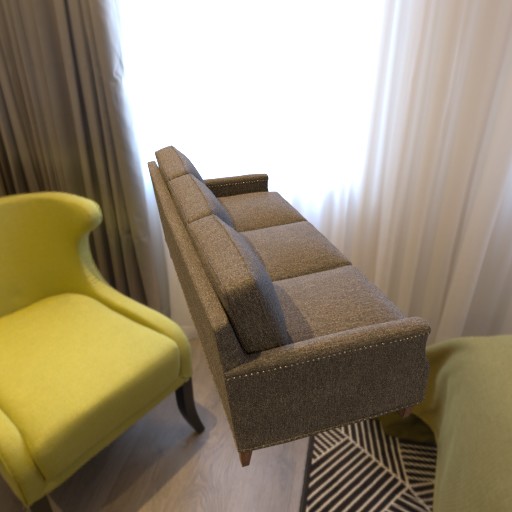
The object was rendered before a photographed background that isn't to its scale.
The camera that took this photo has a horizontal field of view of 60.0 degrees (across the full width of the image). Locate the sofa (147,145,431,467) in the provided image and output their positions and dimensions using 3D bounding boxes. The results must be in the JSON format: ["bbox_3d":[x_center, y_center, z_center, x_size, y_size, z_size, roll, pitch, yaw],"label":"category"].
[{"bbox_3d":[0.000,0.000,2.851,1.084,1.003,2.246,-9,31,-16],"label":"sofa"}]
